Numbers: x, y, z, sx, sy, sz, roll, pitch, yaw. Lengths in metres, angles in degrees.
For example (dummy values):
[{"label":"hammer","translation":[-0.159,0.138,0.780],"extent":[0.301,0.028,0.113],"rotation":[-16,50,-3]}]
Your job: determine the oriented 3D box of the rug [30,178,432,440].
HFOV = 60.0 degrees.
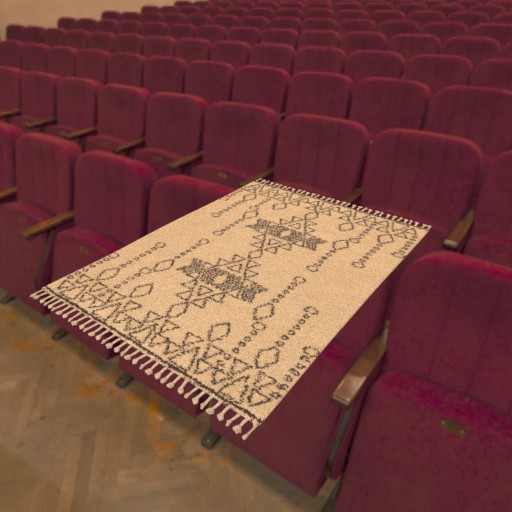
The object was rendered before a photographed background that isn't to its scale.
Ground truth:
[{"label":"rug","translation":[0.000,0.000,3.885],"extent":[2.125,0.028,3.027],"rotation":[21,37,31]}]
